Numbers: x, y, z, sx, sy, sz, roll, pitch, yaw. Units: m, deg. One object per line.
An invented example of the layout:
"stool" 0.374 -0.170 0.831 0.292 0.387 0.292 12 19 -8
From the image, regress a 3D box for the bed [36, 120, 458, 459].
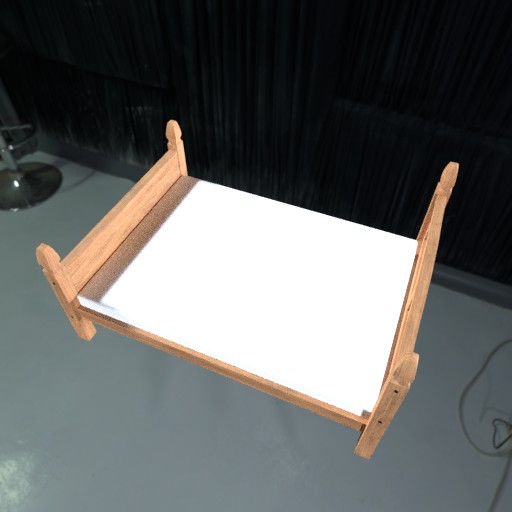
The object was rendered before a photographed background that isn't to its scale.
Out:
"bed" 0.000 0.000 2.888 2.069 1.100 1.490 18 50 15
